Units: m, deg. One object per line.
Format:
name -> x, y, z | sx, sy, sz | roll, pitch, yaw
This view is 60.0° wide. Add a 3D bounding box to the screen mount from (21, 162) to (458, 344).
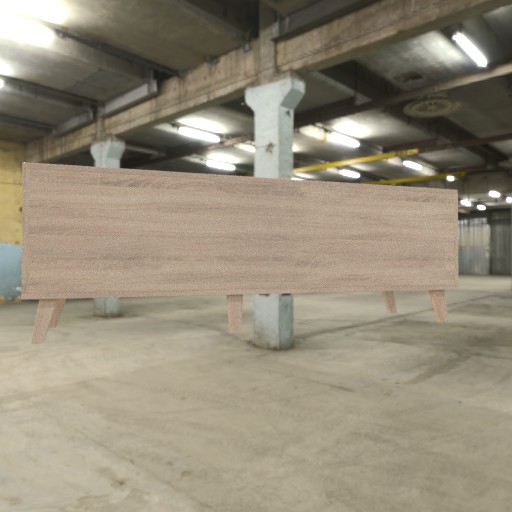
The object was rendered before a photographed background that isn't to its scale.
screen mount -> 0.000, 0.000, 1.654 | 1.500, 0.510, 0.400 | 0, -1, -18
